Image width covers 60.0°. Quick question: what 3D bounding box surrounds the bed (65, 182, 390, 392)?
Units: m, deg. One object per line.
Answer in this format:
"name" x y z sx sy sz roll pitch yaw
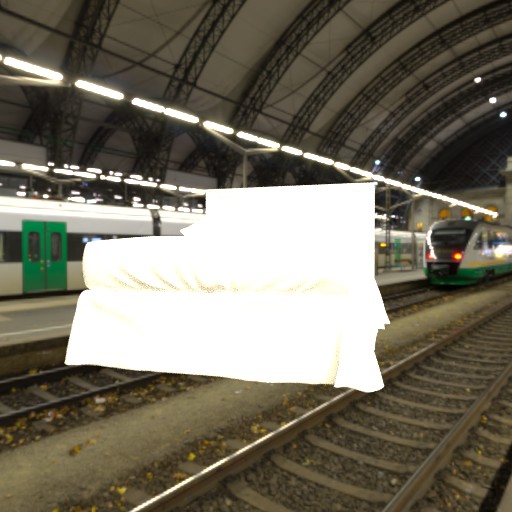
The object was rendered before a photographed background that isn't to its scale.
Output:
"bed" 0.000 0.000 3.241 1.876 1.269 2.047 0 1 17
